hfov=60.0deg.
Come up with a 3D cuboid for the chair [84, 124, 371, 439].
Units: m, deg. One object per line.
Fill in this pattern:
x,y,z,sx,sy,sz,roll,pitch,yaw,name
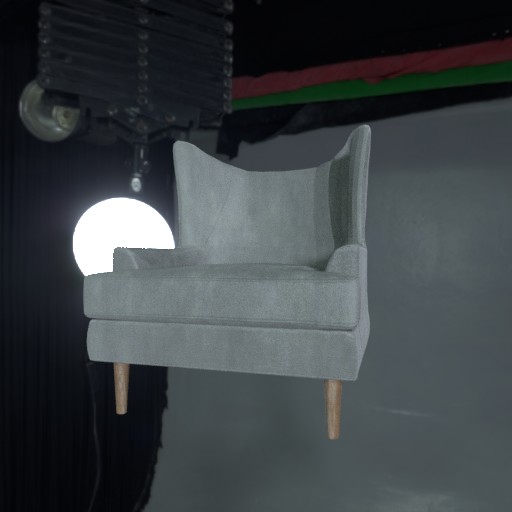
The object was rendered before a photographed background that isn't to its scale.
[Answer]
0.000,0.000,1.583,0.784,0.950,0.906,0,0,17,chair
